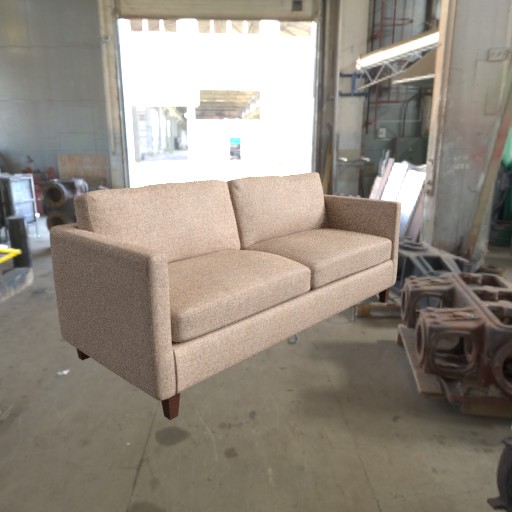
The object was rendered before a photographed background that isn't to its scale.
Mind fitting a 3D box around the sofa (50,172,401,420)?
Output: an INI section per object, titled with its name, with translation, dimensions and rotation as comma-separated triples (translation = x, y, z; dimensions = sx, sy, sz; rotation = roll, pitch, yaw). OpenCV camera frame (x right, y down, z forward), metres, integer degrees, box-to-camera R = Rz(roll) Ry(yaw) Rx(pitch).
[sofa]
translation = 0.000, 0.000, 2.834
dimensions = 0.951, 0.965, 2.208
rotation = 13, 19, 41
